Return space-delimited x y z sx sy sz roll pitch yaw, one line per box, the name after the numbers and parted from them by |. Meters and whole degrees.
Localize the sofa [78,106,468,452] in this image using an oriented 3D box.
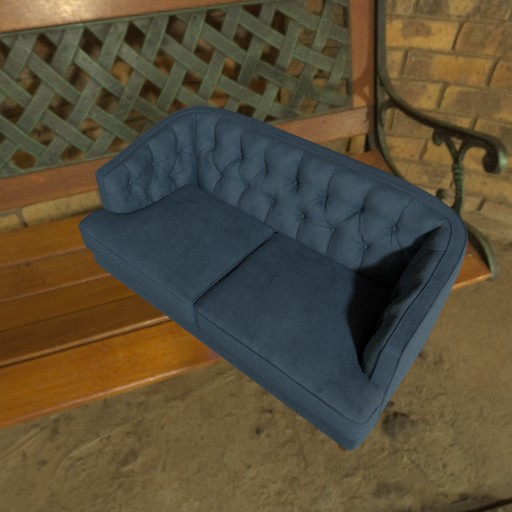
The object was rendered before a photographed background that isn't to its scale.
0.000 0.000 2.213 1.733 0.854 0.941 30 53 26 | sofa
